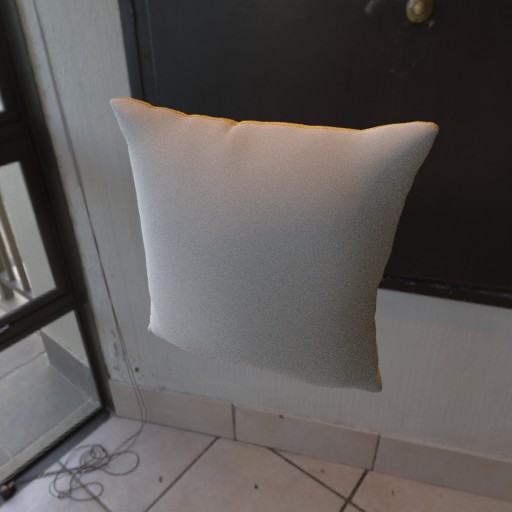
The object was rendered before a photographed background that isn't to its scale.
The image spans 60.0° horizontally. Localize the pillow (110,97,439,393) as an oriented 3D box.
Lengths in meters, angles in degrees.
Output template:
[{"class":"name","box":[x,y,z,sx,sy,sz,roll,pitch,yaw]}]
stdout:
[{"class":"pillow","box":[0.000,0.000,0.693,0.450,0.450,0.211,10,33,16]}]
